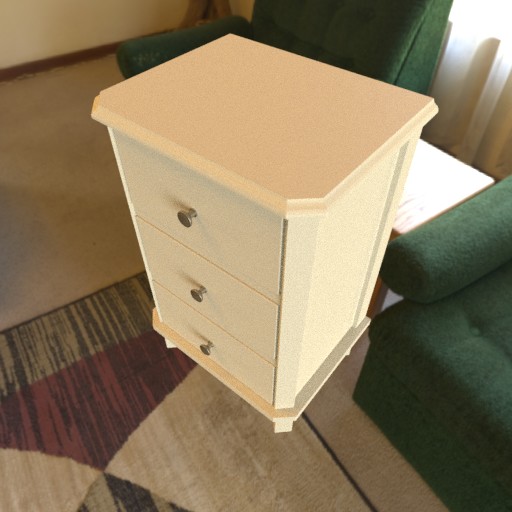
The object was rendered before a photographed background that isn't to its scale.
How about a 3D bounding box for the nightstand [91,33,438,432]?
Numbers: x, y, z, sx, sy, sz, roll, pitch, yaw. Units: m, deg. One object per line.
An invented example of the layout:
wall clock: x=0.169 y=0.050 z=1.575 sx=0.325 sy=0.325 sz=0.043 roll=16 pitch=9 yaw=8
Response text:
nightstand: x=0.000 y=0.000 z=0.914 sx=0.435 sy=0.681 sz=0.351 roll=30 pitch=54 yaw=26
